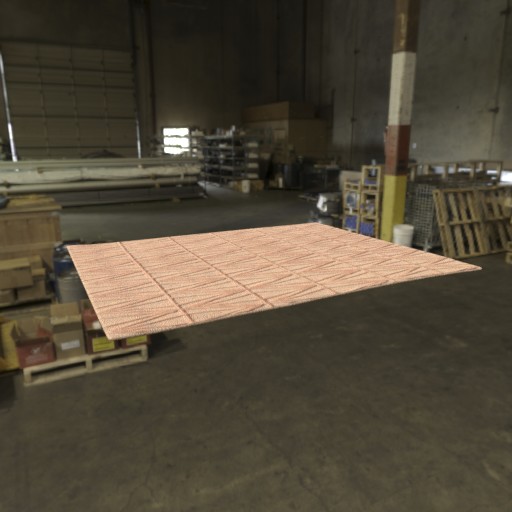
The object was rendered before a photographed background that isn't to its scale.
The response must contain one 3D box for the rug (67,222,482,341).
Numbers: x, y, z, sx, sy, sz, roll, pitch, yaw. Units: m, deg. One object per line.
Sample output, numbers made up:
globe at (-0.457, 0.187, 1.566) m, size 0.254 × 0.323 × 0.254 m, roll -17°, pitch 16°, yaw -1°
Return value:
rug at (0.000, 0.000, 4.106) m, size 3.052 × 0.043 × 2.453 m, roll -7°, pitch 16°, yaw -26°
